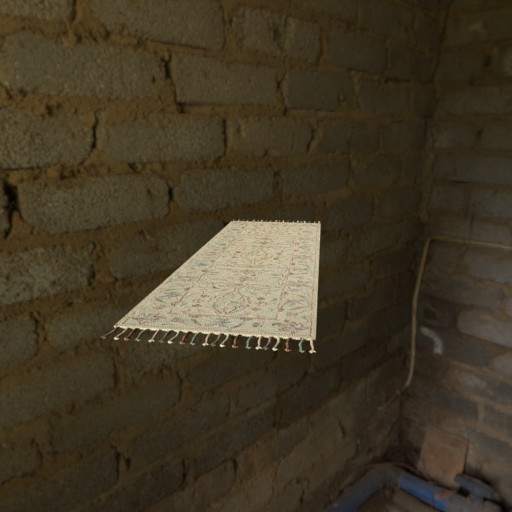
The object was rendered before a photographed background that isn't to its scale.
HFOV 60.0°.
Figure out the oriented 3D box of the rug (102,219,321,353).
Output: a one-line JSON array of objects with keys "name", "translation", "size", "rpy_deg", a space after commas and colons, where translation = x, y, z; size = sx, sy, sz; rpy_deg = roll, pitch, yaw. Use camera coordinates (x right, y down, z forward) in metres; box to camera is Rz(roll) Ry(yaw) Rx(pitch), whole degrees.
[{"name": "rug", "translation": [0.000, 0.000, 2.698], "size": [0.769, 0.013, 2.440], "rpy_deg": [2, 15, 8]}]
